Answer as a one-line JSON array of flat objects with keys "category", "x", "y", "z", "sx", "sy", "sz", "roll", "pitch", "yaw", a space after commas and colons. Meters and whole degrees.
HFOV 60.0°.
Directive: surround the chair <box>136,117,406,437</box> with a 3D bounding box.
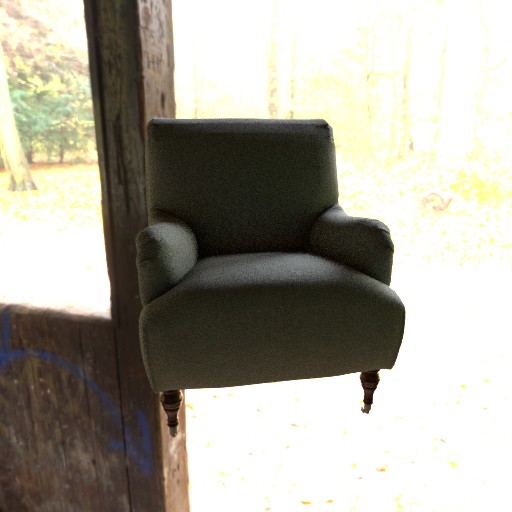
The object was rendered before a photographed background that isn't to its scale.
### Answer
[{"category": "chair", "x": 0.000, "y": 0.000, "z": 1.942, "sx": 0.964, "sy": 1.178, "sz": 1.060, "roll": -3, "pitch": 16, "yaw": -10}]
